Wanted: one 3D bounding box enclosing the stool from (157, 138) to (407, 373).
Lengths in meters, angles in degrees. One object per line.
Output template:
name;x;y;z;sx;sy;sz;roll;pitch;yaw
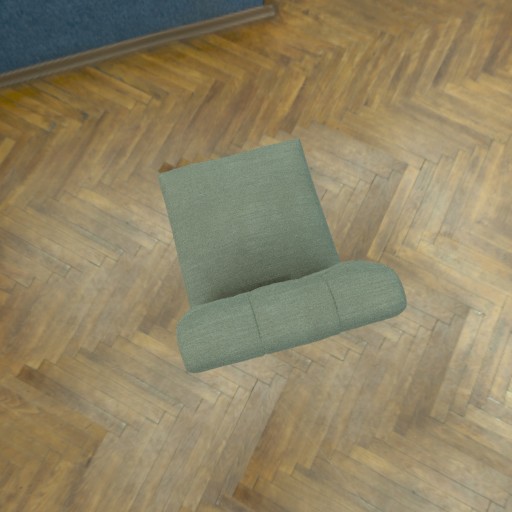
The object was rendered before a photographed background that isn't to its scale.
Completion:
stool;0.000;0.000;1.447;0.486;1.084;0.660;-15;76;-4
